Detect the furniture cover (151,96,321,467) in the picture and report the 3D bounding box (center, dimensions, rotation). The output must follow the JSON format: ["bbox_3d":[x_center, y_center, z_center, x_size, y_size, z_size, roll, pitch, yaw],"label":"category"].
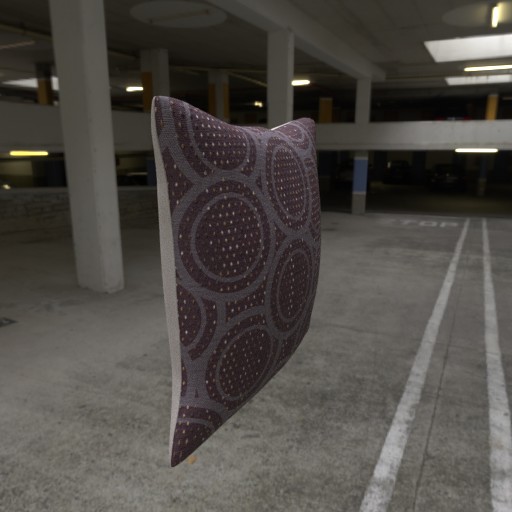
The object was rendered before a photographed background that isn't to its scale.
[{"bbox_3d":[0.000,0.000,0.814,0.193,0.509,0.552,7,16,25],"label":"furniture cover"}]
